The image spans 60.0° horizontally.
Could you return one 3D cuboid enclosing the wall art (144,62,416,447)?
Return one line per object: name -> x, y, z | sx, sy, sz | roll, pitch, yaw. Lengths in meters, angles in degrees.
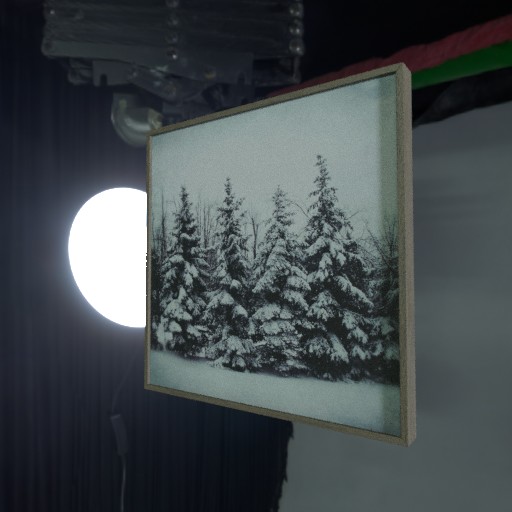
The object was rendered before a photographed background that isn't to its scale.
wall art -> 0.000, 0.000, 0.744 | 0.507, 0.507, 0.037 | -2, -3, 35
